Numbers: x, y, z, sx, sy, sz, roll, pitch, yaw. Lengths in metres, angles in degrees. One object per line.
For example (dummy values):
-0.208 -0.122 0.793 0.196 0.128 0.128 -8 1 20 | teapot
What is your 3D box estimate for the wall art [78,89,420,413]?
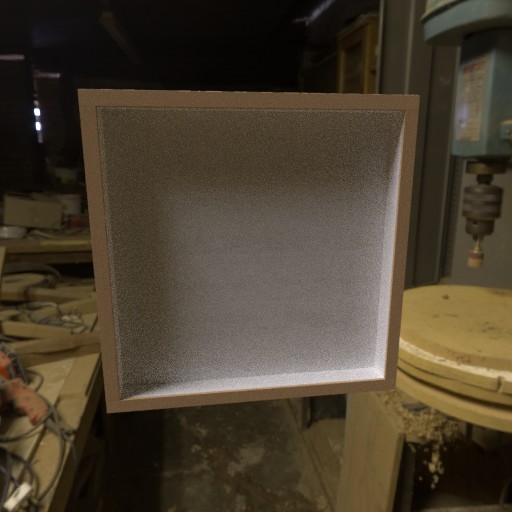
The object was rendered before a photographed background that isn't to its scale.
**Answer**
0.000 0.000 0.585 0.405 0.405 0.038 -2 14 -8 | wall art
